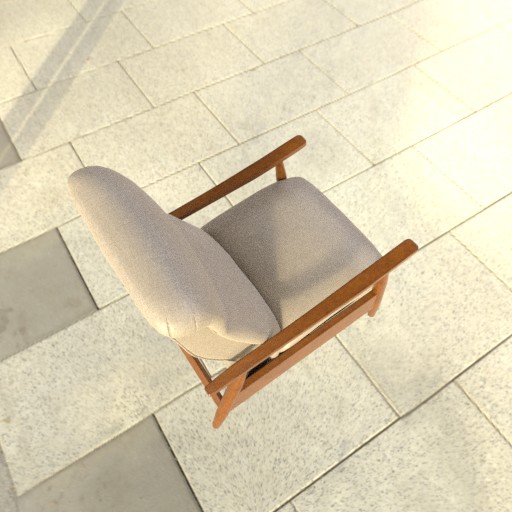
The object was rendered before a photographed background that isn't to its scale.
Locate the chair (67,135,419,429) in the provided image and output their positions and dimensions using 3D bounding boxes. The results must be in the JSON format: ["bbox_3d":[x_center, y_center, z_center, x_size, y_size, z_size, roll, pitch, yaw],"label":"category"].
[{"bbox_3d":[0.000,0.000,1.805,1.032,1.082,0.762,-31,64,-17],"label":"chair"}]
